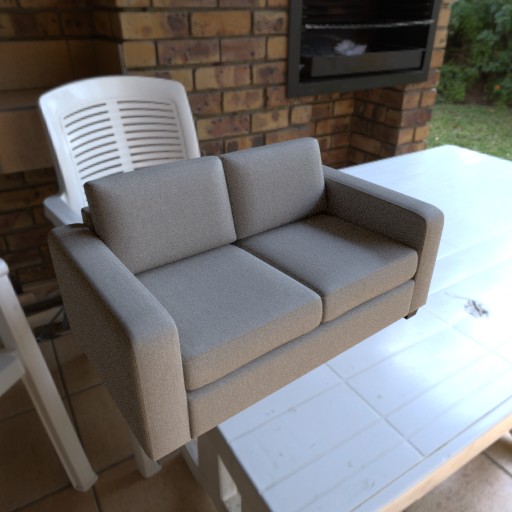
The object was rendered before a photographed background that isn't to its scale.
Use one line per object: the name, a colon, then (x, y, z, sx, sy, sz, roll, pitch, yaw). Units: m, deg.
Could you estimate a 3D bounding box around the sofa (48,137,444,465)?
sofa: (0.000, 0.000, 2.008, 1.540, 0.800, 0.900, -20, 35, -31)
